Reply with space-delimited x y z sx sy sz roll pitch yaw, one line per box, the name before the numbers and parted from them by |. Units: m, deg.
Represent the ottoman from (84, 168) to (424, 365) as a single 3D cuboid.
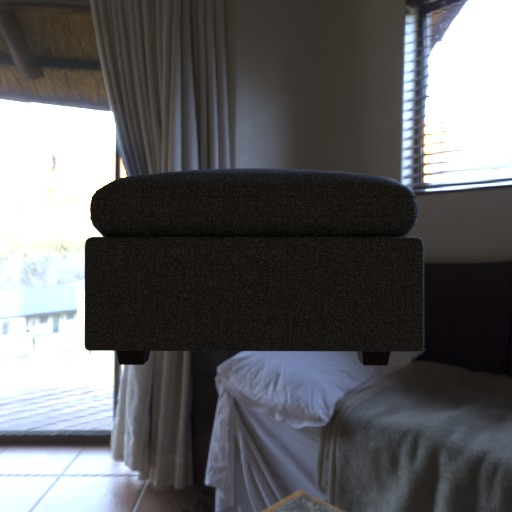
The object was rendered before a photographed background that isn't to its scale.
ottoman | 0.000 0.000 1.433 0.711 0.483 1.041 0 0 1
